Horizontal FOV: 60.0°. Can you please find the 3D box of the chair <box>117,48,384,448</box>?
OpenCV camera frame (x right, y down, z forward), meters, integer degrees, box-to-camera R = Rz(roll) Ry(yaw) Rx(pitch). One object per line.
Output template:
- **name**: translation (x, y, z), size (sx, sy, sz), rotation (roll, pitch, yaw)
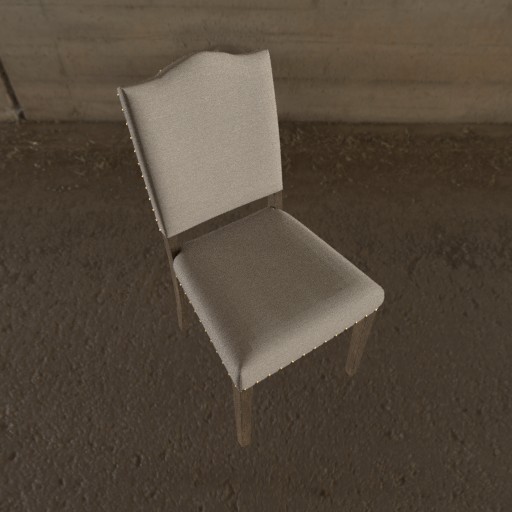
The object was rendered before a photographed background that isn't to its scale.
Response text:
- **chair**: translation (0.000, 0.000, 1.342), size (0.508, 1.020, 0.620), rotation (-26, 52, -22)
